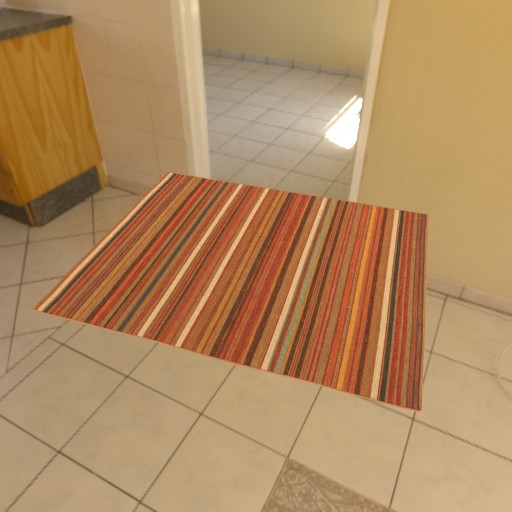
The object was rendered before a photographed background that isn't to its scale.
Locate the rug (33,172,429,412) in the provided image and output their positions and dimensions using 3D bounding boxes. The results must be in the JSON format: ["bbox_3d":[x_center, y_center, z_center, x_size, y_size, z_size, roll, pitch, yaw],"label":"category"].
[{"bbox_3d":[0.000,0.000,4.186,3.092,0.023,2.479,12,40,14],"label":"rug"}]
